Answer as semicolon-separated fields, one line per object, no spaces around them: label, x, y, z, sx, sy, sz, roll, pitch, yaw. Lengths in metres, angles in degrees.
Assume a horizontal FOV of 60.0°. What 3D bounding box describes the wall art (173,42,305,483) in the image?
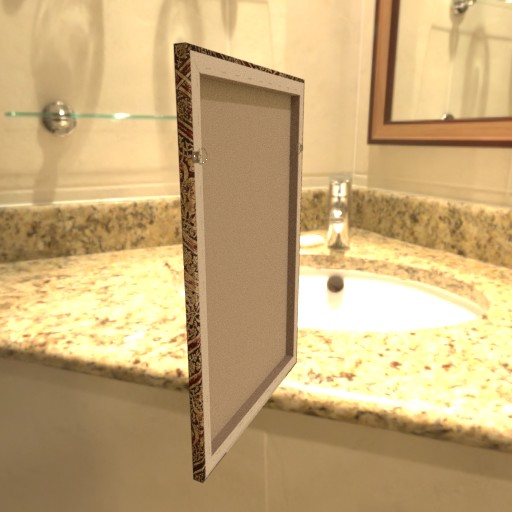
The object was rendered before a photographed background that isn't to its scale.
wall art;0.000;0.000;0.754;0.020;0.599;0.397;7;17;25
